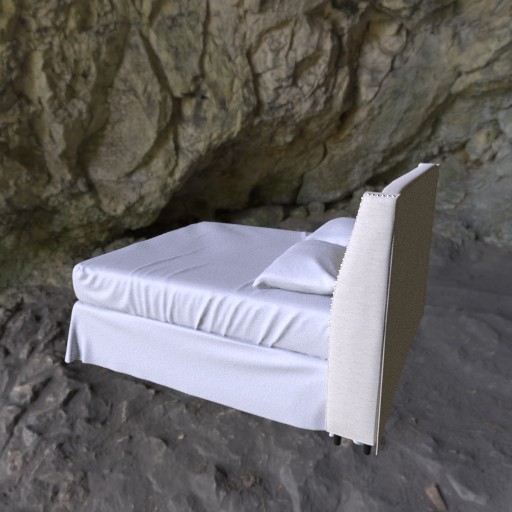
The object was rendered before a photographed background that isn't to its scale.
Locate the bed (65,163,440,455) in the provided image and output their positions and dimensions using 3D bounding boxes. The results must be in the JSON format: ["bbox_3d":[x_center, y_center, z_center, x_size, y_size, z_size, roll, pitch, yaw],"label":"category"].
[{"bbox_3d":[0.000,0.000,3.291,2.276,1.332,1.925,8,18,25],"label":"bed"}]
